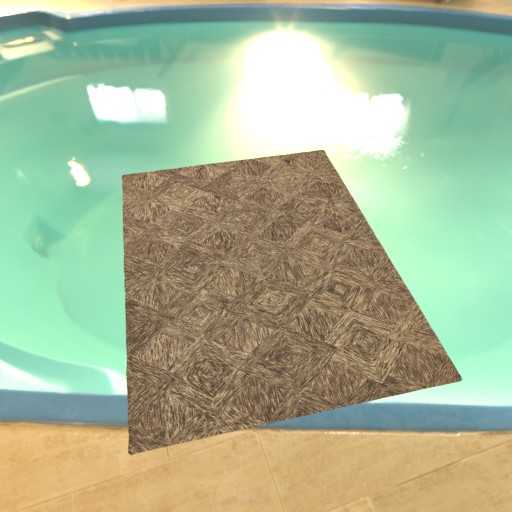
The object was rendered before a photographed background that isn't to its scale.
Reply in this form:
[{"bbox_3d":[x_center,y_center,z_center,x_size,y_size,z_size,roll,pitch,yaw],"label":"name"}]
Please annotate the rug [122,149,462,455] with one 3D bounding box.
[{"bbox_3d":[0.000,0.000,4.190,2.448,0.017,3.204,-9,47,-9],"label":"rug"}]
